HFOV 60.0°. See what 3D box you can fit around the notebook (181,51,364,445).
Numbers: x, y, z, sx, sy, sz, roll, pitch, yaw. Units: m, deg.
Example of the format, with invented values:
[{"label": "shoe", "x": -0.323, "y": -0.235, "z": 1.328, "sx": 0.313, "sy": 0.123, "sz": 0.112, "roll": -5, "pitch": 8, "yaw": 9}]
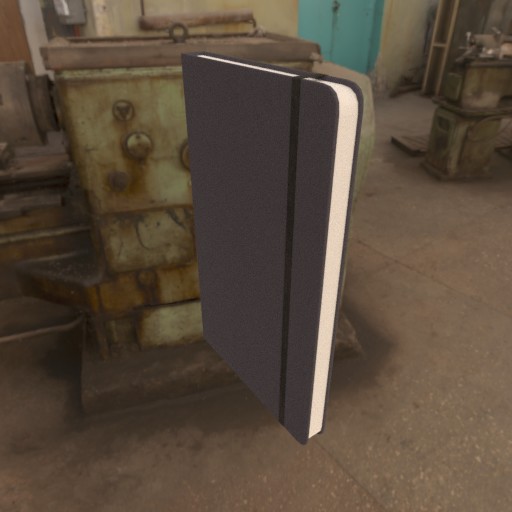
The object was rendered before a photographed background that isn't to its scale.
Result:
[{"label": "notebook", "x": 0.000, "y": 0.000, "z": 0.266, "sx": 0.016, "sy": 0.213, "sz": 0.127, "roll": -20, "pitch": 36, "yaw": -30}]
